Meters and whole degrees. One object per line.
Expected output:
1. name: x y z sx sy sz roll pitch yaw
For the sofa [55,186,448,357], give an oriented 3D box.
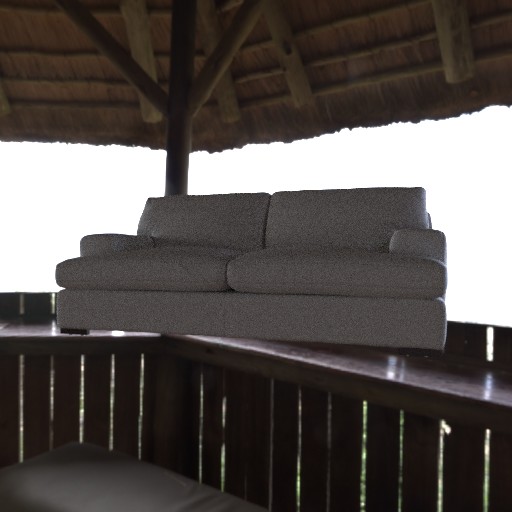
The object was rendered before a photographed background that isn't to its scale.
1. sofa: 0.000 0.000 2.849 2.261 0.940 1.143 0 0 17
